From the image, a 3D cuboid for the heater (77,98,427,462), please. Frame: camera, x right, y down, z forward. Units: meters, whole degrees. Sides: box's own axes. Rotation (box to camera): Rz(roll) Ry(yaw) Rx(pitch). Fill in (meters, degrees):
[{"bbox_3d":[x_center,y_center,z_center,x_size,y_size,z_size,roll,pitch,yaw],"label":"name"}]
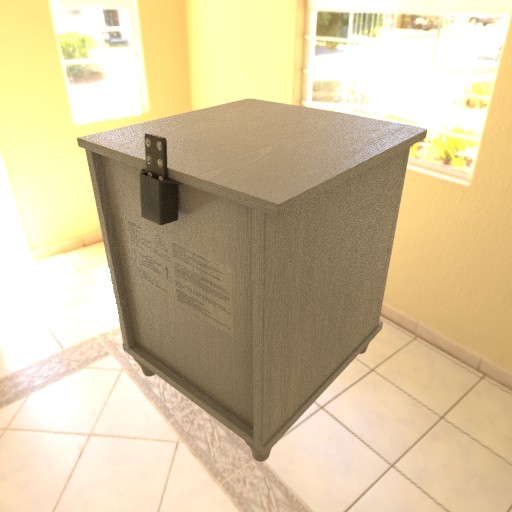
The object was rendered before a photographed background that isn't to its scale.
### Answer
[{"bbox_3d":[0.000,0.000,0.747,0.362,0.481,0.400,23,38,34],"label":"heater"}]
